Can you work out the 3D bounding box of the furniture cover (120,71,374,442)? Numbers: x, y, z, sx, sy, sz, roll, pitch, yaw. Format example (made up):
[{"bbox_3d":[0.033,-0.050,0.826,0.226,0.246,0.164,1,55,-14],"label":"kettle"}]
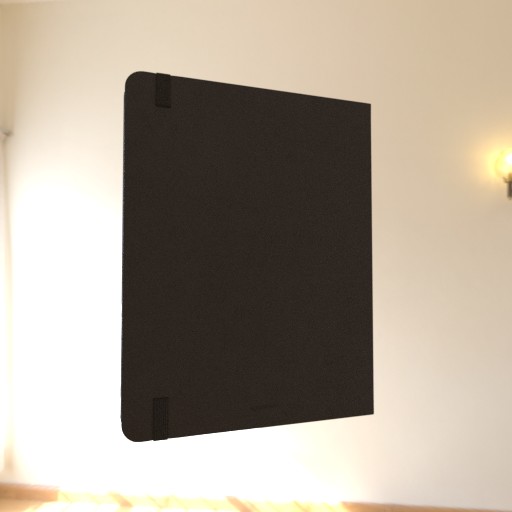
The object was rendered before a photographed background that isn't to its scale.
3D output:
[{"bbox_3d":[0.000,0.000,0.374,0.216,0.281,0.023,1,-2,-19],"label":"furniture cover"}]
